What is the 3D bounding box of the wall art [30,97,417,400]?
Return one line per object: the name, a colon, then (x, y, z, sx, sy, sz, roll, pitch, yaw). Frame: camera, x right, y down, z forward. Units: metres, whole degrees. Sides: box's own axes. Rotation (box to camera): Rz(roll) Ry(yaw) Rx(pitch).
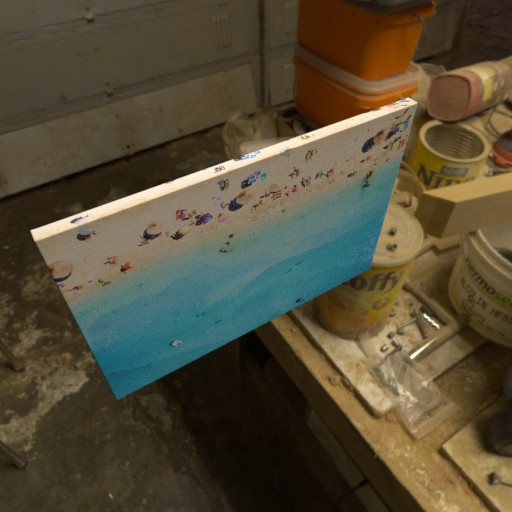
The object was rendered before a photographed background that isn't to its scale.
wall art: (0.000, 0.000, 1.440, 1.136, 0.769, 0.040, -24, 52, -21)
